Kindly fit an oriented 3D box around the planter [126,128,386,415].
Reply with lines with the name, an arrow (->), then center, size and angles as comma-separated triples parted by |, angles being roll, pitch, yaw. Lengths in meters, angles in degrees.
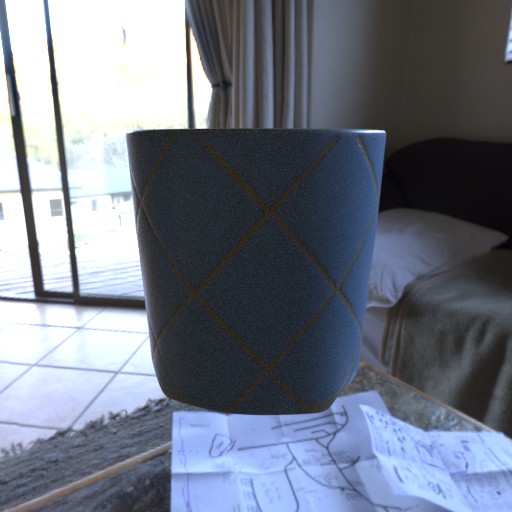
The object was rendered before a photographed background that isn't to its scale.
planter -> 0.000, 0.000, 0.432 | 0.227, 0.235, 0.227 | 0, 15, 0
